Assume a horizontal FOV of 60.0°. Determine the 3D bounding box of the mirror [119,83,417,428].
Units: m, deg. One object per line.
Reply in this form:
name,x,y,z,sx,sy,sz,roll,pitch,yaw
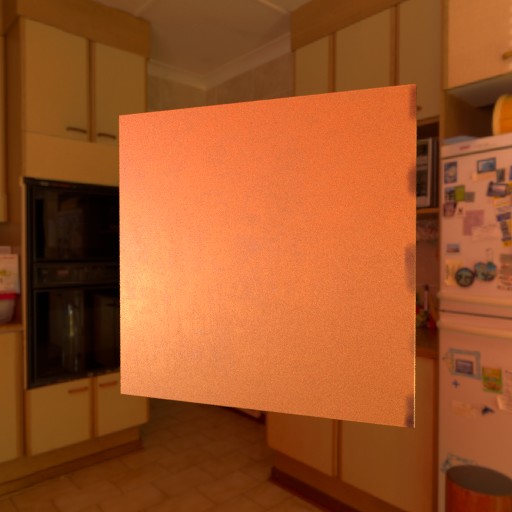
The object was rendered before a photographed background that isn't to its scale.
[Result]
mirror,0.000,0.000,0.750,0.509,0.507,0.042,0,1,18
